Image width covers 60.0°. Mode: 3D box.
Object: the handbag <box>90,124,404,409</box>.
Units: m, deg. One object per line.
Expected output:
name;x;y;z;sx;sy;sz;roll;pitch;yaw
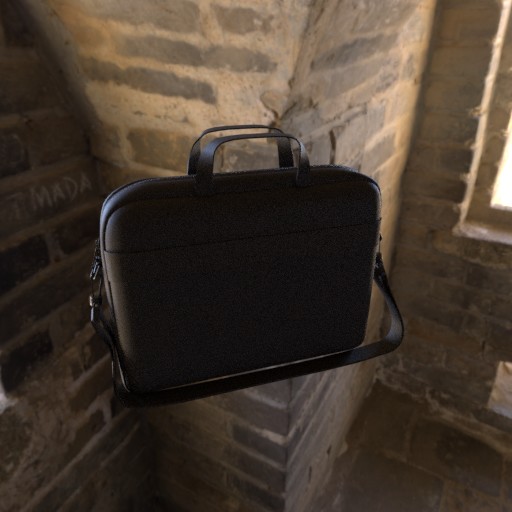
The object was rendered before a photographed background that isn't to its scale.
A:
handbag;0.000;0.000;0.590;0.429;0.330;0.126;-8;26;-16
